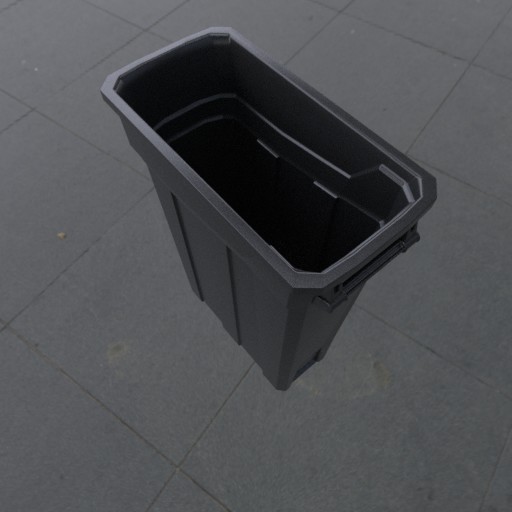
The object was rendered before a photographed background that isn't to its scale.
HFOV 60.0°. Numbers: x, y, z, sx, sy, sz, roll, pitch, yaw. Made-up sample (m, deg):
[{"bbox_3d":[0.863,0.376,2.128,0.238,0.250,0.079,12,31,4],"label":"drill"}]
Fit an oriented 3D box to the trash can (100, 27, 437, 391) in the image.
[{"bbox_3d":[0.000,0.000,1.020,0.281,0.762,0.559,-35,65,-19],"label":"trash can"}]
